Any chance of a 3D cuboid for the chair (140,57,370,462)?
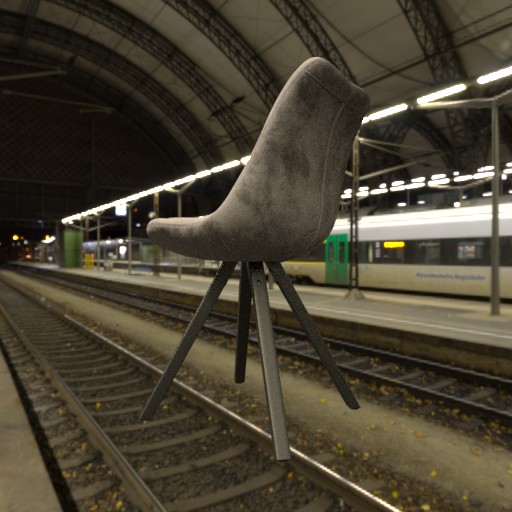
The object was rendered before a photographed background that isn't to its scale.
[{"bbox_3d":[0.000,0.000,1.197,0.550,0.850,0.485,0,0,35],"label":"chair"}]
